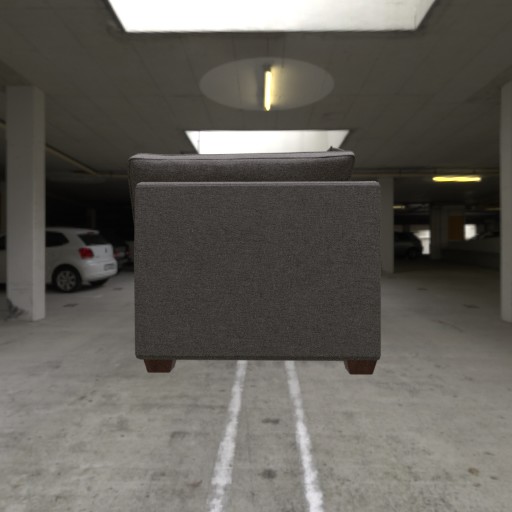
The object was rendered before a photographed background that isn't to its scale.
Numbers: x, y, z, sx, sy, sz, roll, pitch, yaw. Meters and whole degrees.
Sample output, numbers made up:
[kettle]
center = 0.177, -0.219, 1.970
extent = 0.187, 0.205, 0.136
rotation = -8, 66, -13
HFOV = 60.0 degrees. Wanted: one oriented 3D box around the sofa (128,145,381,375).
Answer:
[sofa]
center = 0.000, 0.000, 2.902
extent = 1.061, 0.962, 2.317
rotation = 0, 0, 1
